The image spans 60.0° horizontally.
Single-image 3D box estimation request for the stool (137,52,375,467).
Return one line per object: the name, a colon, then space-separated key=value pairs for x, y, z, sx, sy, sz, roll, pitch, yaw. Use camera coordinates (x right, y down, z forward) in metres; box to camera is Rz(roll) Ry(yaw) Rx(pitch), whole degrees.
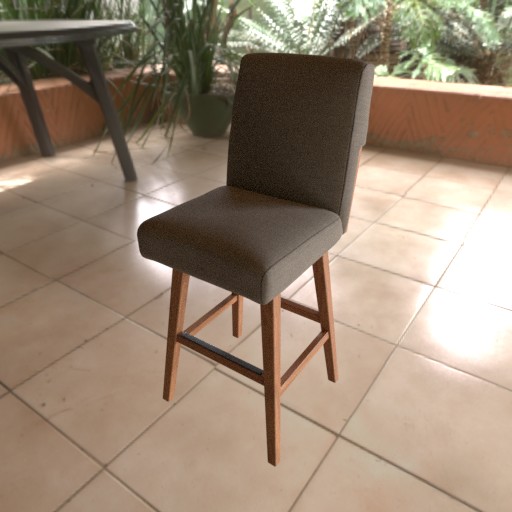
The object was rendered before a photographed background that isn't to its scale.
stool: x=0.000 y=0.000 z=1.381 sx=0.483 sy=1.112 sz=0.570 roll=19 pitch=35 yaw=29
